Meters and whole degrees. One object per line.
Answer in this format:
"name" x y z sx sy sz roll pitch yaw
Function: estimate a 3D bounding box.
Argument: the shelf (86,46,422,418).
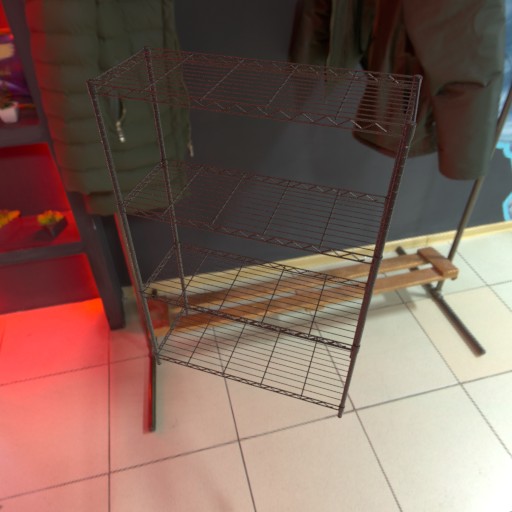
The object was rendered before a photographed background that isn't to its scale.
"shelf" 0.000 0.000 1.720 0.907 1.361 0.352 12 43 14
